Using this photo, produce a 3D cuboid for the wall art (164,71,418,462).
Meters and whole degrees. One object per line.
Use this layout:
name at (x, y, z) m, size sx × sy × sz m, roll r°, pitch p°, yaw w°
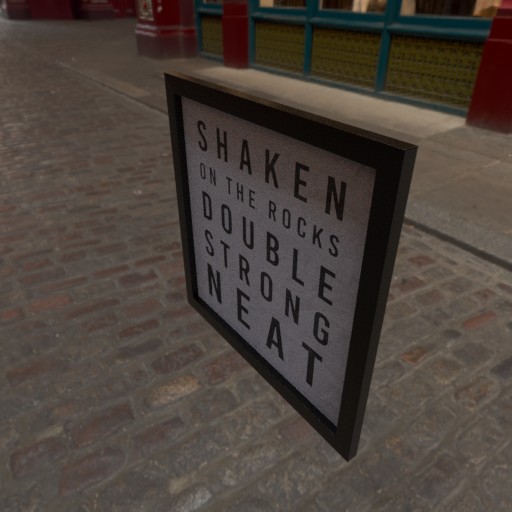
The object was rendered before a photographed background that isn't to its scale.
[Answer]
wall art at (0.000, 0.000, 0.510) m, size 0.014 × 0.349 × 0.349 m, roll -22°, pitch 38°, yaw -31°
